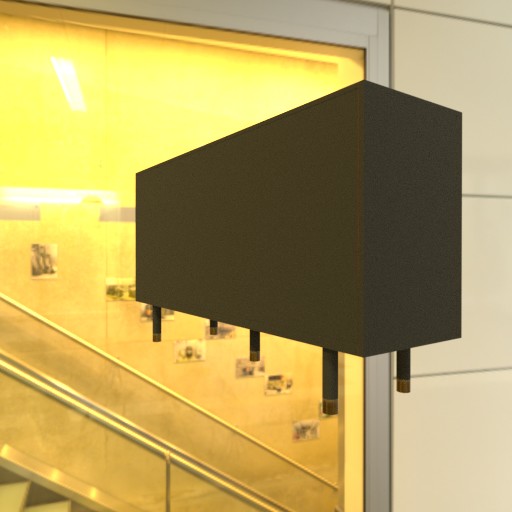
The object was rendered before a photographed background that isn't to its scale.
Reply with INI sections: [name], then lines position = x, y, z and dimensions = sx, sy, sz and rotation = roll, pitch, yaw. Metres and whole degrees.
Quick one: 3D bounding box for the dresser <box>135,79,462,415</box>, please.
[dresser]
position = 0.000, 0.000, 1.851
dimensions = 0.463, 0.872, 1.558
rotation = 0, 1, -35
